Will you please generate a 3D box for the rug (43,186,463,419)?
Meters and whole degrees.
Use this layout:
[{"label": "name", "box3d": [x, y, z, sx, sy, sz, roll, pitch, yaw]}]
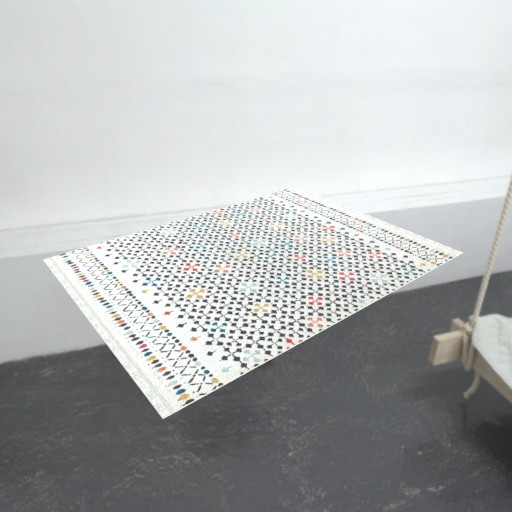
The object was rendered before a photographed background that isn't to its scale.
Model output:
[{"label": "rug", "box3d": [0.000, 0.000, 4.182, 3.196, 0.007, 2.354, -21, 35, -33]}]
